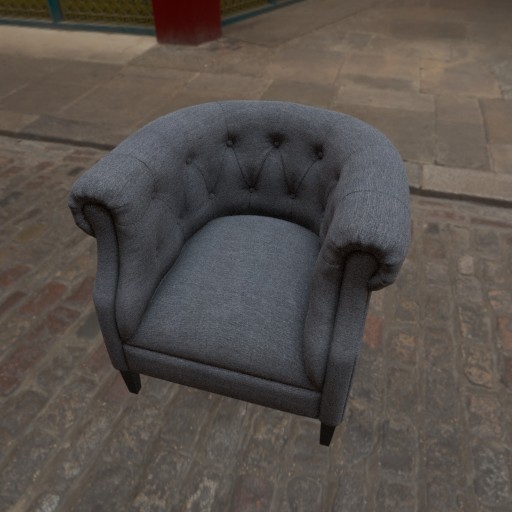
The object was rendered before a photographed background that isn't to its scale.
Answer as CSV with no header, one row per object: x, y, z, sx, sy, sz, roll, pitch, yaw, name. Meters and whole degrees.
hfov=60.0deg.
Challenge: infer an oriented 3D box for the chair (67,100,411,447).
0.000,0.000,1.536,0.905,0.827,0.852,11,41,12,chair
